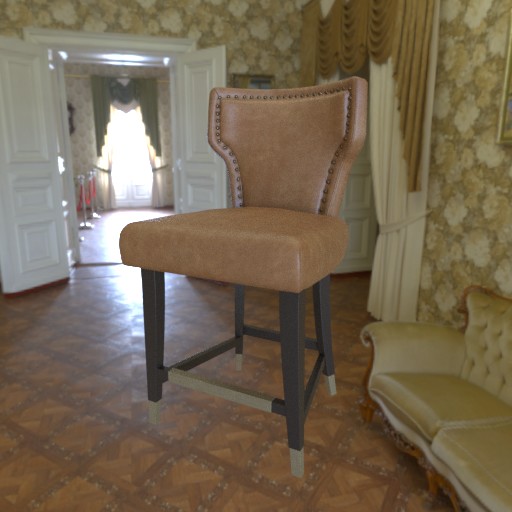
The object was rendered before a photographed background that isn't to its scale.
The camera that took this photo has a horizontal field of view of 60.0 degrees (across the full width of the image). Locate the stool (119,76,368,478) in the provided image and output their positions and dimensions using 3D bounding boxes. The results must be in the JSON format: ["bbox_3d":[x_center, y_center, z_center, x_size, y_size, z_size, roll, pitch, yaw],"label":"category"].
[{"bbox_3d":[0.000,0.000,1.275,0.526,0.982,0.563,7,15,28],"label":"stool"}]
